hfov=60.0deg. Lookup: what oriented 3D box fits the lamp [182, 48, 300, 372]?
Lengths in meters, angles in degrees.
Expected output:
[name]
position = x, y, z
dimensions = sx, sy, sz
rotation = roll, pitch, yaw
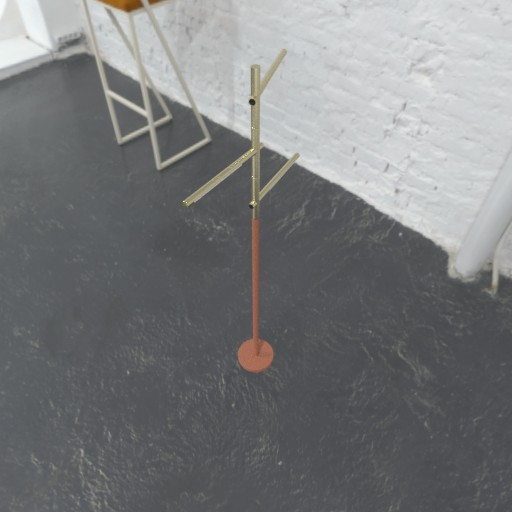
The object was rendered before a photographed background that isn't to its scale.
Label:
[lamp]
position = 0.000, 0.000, 1.984
dimensions = 0.209, 1.704, 0.737
rotation = 17, 49, 15
